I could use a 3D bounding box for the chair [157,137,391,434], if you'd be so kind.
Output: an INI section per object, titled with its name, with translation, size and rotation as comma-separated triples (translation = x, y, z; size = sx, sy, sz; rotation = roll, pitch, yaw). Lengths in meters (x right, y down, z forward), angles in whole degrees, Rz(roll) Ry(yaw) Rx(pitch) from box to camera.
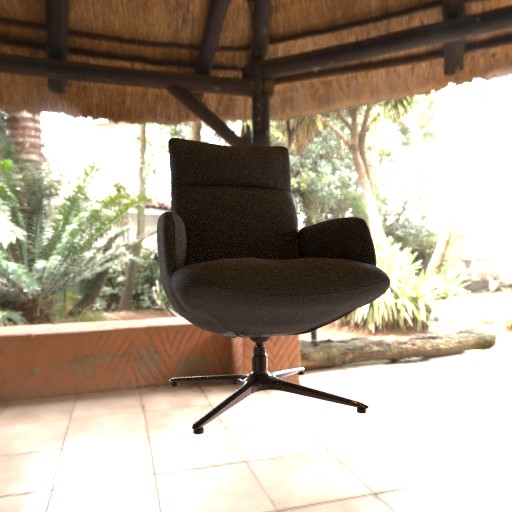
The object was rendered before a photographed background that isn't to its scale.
[chair]
translation = 0.000, 0.000, 1.581
size = 0.702, 0.984, 0.831
rotation = 0, 0, -18
